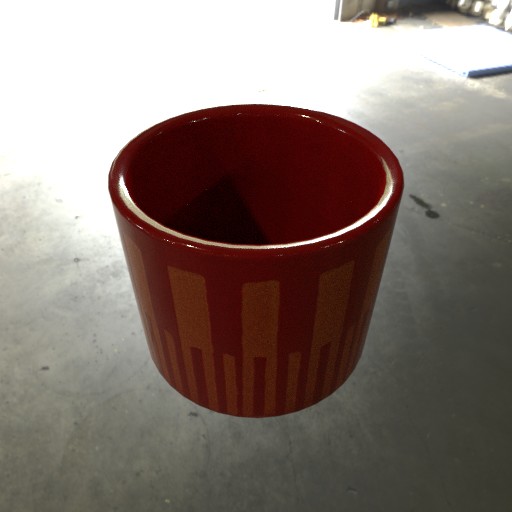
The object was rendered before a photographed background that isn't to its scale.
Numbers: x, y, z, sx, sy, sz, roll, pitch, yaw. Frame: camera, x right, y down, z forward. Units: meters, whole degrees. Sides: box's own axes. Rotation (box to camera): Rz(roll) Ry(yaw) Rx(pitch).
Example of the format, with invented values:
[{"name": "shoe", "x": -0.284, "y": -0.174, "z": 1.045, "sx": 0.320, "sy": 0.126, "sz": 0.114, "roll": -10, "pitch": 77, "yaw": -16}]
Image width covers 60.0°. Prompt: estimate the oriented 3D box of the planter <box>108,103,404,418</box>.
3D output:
[{"name": "planter", "x": 0.000, "y": 0.000, "z": 0.416, "sx": 0.230, "sy": 0.202, "sz": 0.230, "roll": 0, "pitch": 41, "yaw": 0}]
